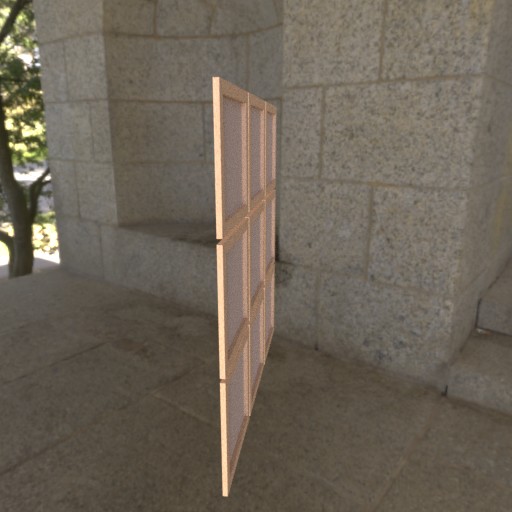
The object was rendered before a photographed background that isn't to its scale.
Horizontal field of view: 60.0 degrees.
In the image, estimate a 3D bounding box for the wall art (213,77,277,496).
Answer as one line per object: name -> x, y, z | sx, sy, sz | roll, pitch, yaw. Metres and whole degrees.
wall art -> 0.000, 0.000, 1.786 | 0.016, 1.207, 1.217 | 2, 16, 9
